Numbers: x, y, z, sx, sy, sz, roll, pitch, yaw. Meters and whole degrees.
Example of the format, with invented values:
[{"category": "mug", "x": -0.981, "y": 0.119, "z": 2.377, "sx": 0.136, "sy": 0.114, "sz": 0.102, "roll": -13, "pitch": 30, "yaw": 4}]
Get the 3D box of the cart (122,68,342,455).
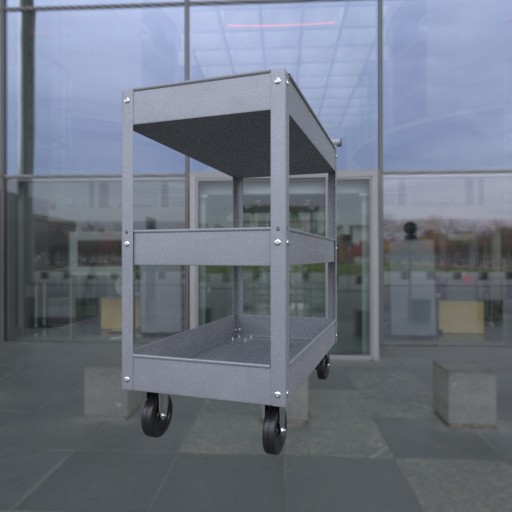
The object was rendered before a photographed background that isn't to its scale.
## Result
[{"category": "cart", "x": 0.000, "y": 0.000, "z": 1.197, "sx": 0.366, "sy": 0.780, "sz": 0.719, "roll": 0, "pitch": 0, "yaw": 18}]
